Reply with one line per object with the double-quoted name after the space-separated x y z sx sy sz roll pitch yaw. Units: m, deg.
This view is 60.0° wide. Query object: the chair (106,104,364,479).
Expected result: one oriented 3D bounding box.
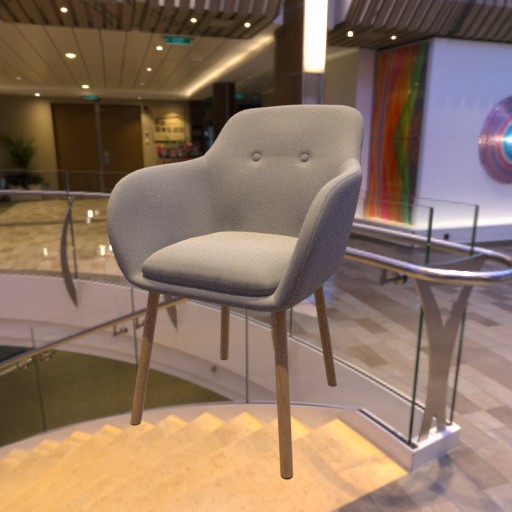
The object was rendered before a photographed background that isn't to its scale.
0.000 0.000 1.220 0.570 0.830 0.590 7 16 26 "chair"
